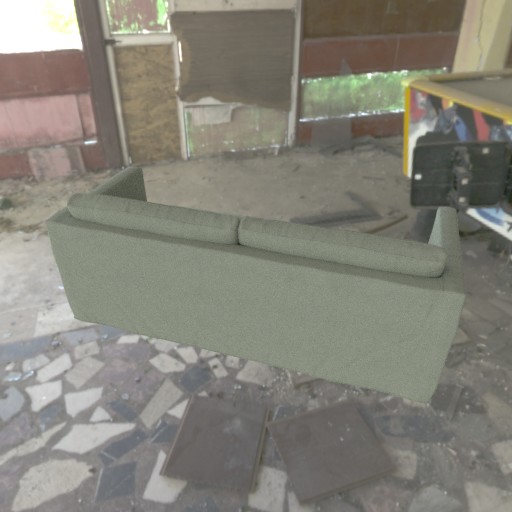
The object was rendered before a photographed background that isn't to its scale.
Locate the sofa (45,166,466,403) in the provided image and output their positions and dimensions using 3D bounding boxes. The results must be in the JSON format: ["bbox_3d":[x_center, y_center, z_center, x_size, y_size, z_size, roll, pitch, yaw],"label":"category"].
[{"bbox_3d":[0.000,0.000,2.790,2.312,0.853,0.962,10,34,15],"label":"sofa"}]
